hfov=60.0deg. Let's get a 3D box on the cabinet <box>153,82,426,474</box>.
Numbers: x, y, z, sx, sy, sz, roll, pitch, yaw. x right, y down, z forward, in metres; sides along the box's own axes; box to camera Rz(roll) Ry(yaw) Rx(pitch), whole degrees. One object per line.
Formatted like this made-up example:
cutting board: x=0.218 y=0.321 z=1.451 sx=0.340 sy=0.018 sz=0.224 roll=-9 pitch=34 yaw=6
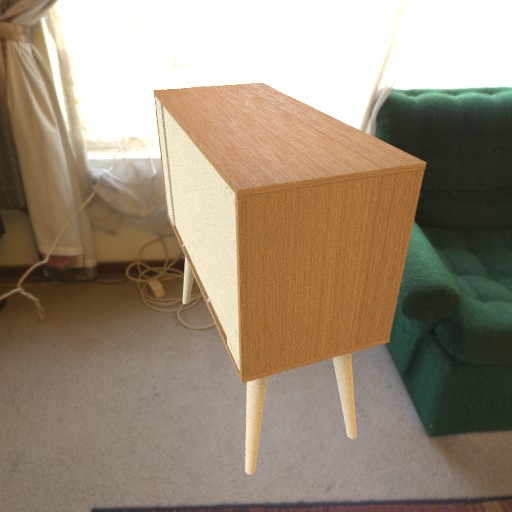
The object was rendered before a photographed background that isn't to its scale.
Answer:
cabinet: x=0.000 y=0.000 z=1.641 sx=0.470 sy=1.016 sz=1.057 roll=-11 pitch=33 yaw=-17
